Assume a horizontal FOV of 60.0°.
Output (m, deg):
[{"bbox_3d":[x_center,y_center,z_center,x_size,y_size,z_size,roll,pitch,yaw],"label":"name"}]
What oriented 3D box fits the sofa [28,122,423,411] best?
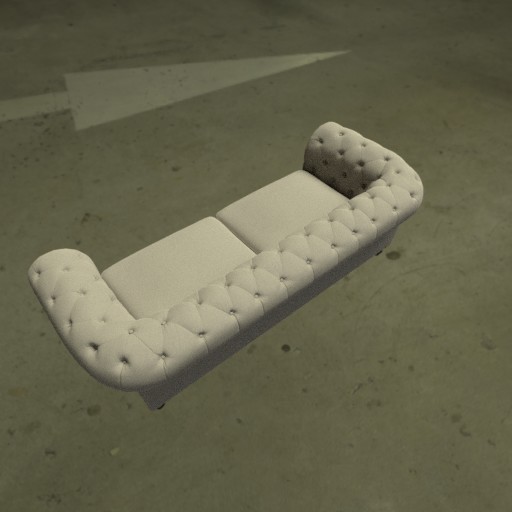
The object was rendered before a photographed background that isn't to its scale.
[{"bbox_3d":[0.000,0.000,2.805,2.411,0.749,0.991,-31,53,-26],"label":"sofa"}]
